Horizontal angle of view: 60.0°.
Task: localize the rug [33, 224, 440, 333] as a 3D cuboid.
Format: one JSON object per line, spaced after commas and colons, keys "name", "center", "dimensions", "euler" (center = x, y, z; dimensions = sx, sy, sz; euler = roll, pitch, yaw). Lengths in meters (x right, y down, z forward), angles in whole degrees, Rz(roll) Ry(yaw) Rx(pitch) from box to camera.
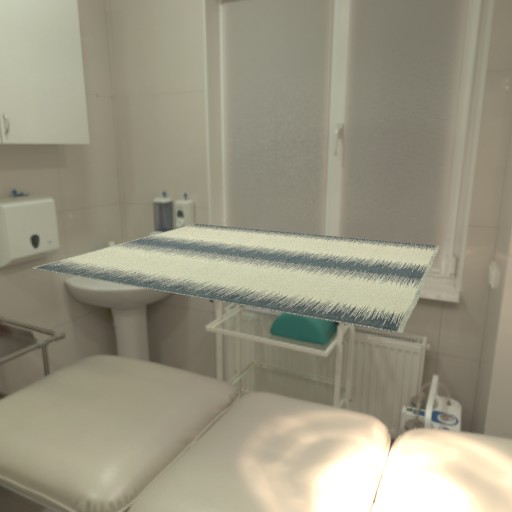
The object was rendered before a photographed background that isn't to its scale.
{"name": "rug", "center": [0.000, 0.000, 4.160], "dimensions": [3.037, 0.004, 2.453], "euler": [7, 16, 26]}
